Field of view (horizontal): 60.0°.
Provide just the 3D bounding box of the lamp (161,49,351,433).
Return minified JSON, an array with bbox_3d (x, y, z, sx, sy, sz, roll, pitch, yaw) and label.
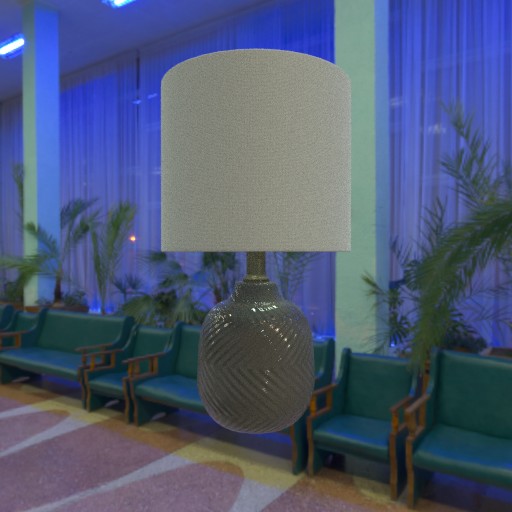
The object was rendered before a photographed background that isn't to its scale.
[{"bbox_3d":[0.000,0.000,0.494,0.207,0.366,0.207,0,1,37],"label":"lamp"}]
